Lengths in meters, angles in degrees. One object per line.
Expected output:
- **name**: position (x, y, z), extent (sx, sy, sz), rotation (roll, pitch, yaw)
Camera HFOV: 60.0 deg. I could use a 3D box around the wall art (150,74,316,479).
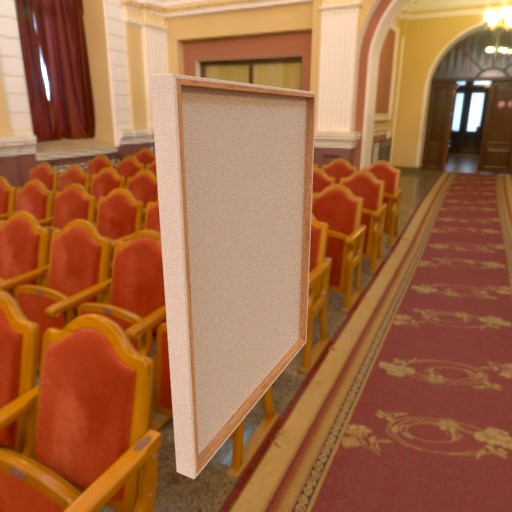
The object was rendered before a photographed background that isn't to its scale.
- **wall art**: position (0.000, 0.000, 0.844), extent (0.037, 0.606, 0.508), rotation (9, 20, 25)
